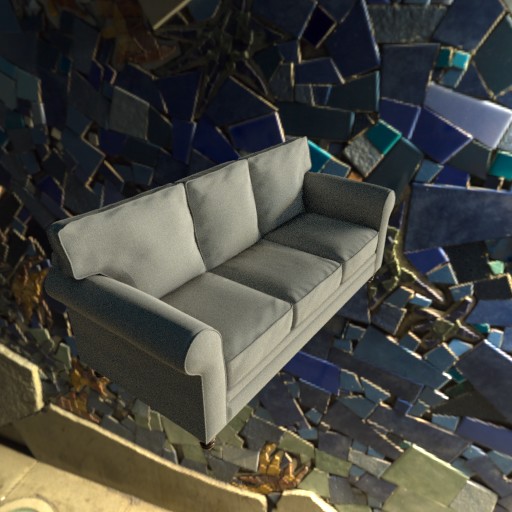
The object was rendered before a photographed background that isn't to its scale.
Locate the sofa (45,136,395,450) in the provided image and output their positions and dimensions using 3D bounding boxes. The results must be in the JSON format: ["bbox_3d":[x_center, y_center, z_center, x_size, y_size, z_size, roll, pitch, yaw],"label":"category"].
[{"bbox_3d":[0.000,0.000,2.596,0.916,0.961,2.084,19,33,31],"label":"sofa"}]
